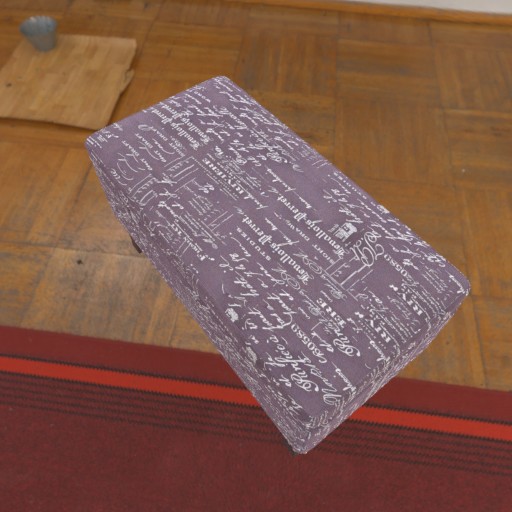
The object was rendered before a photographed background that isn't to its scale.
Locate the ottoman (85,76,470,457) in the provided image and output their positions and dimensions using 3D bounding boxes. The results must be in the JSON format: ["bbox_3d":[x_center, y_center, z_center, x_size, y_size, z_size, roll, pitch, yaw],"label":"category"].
[{"bbox_3d":[0.000,0.000,1.077,0.406,0.457,0.813,-33,63,-20],"label":"ottoman"}]
